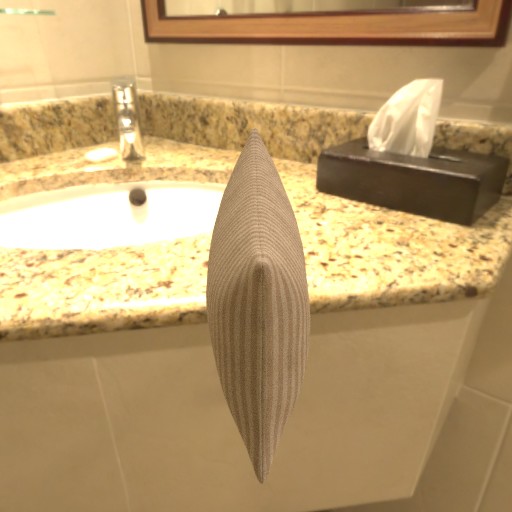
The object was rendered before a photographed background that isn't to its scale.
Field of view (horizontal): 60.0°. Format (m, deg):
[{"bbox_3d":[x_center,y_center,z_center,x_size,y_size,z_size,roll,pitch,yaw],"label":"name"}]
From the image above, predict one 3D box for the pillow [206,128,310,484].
[{"bbox_3d":[0.000,0.000,0.722,0.151,0.295,0.617,0,27,-1],"label":"pillow"}]
